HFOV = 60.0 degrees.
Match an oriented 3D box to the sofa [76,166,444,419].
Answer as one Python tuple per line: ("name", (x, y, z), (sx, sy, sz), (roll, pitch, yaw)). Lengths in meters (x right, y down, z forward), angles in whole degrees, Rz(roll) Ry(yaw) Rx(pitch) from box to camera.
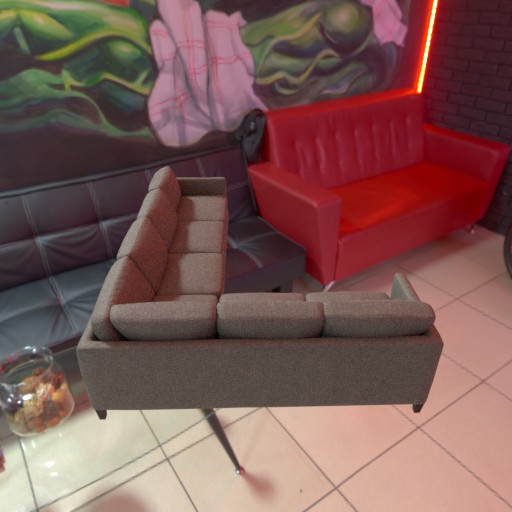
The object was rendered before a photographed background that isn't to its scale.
("sofa", (0.000, 0.000, 4.562), (2.593, 0.947, 3.302), (-1, 31, -1))
